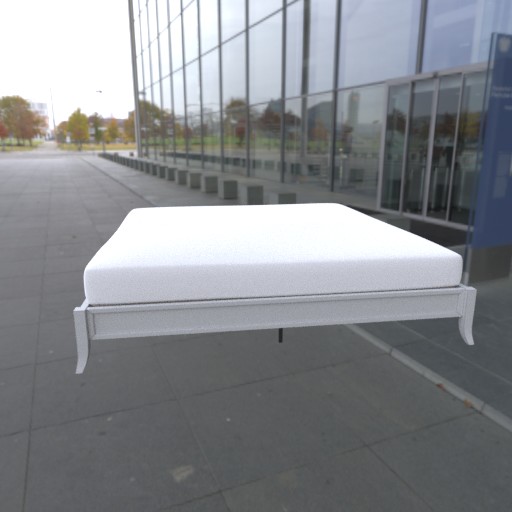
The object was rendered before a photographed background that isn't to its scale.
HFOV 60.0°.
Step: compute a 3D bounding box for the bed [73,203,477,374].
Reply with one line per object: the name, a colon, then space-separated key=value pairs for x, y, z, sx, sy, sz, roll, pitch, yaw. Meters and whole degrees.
bed: x=0.000 y=0.000 z=3.134 sx=2.007 sy=0.510 sz=2.108 roll=-2 pitch=15 yaw=-8
